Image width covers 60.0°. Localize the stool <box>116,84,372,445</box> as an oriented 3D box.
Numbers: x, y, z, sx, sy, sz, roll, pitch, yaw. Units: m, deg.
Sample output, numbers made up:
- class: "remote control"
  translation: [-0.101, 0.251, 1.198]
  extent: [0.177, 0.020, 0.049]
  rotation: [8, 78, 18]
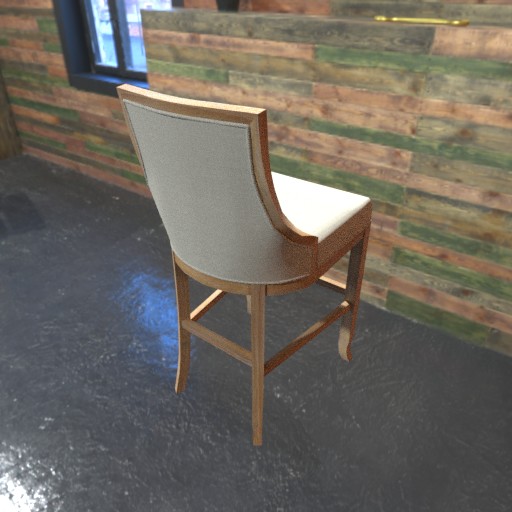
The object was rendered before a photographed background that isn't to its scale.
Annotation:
- class: "stool"
  translation: [0.000, 0.000, 1.456]
  extent: [0.524, 1.101, 0.626]
  rotation: [22, 38, 31]
